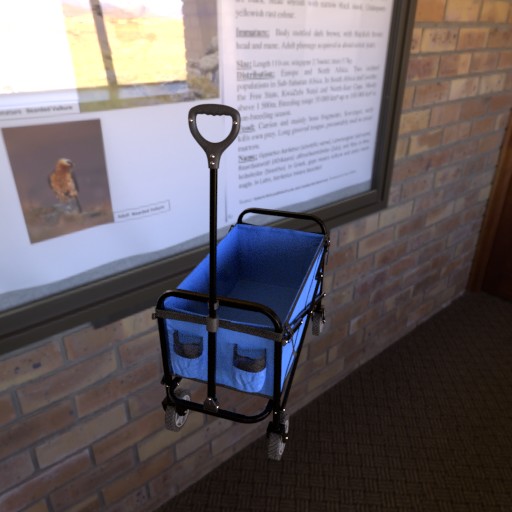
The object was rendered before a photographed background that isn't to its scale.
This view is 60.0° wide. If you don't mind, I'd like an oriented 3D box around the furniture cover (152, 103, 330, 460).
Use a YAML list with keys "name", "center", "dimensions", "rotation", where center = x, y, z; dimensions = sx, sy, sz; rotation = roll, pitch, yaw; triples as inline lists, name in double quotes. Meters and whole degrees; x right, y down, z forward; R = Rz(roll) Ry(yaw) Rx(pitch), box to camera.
- name: "furniture cover"
  center: [0.000, 0.000, 1.823]
  dimensions: [0.532, 1.295, 1.038]
  rotation: [8, 28, 16]
